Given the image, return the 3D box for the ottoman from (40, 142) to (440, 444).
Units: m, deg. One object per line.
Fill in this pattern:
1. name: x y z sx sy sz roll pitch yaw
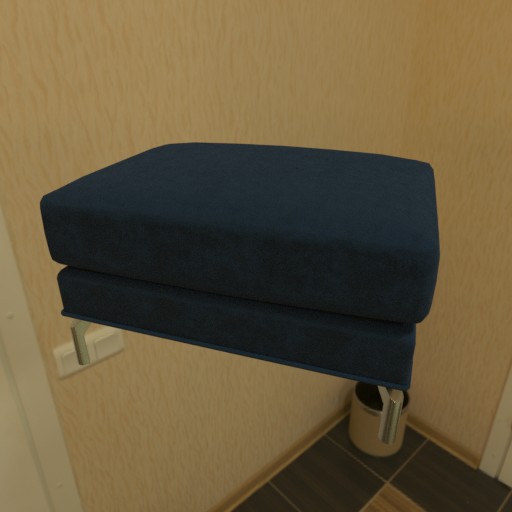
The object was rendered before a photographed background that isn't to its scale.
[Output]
1. ottoman: 0.000 0.000 1.167 0.835 0.498 0.587 9 27 17
